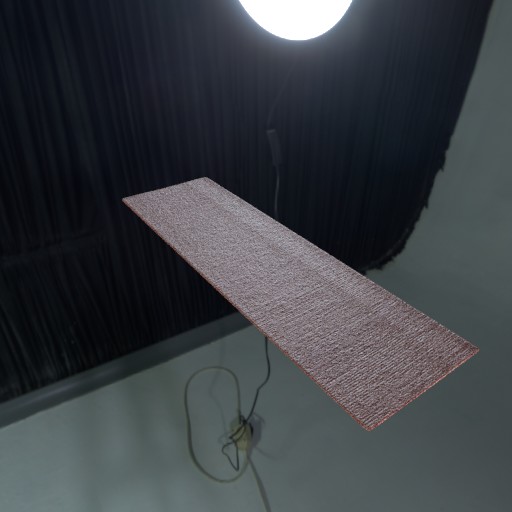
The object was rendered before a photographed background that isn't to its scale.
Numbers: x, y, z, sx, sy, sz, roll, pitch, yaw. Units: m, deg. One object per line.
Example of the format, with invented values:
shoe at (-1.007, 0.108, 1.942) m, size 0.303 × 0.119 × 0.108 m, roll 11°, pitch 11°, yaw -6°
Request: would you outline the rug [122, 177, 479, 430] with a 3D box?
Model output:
rug at (0.000, 0.000, 2.501) m, size 0.687 × 0.012 × 2.307 m, roll -21°, pitch 38°, yaw -29°
